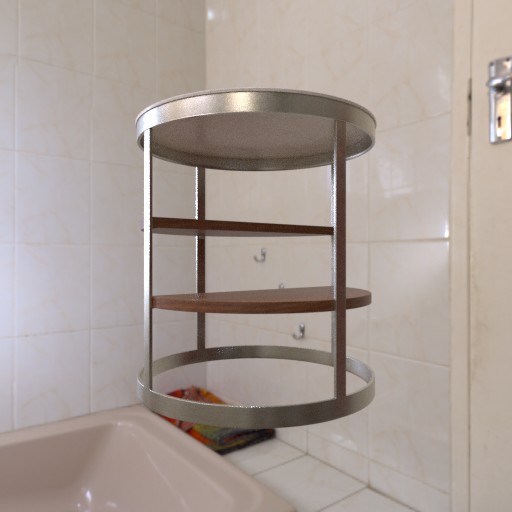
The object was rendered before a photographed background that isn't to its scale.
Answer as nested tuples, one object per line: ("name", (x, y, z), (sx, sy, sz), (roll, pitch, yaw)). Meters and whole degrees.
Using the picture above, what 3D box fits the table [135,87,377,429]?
("table", (0.000, 0.000, 0.775), (0.407, 0.447, 0.407), (0, 0, 0))
